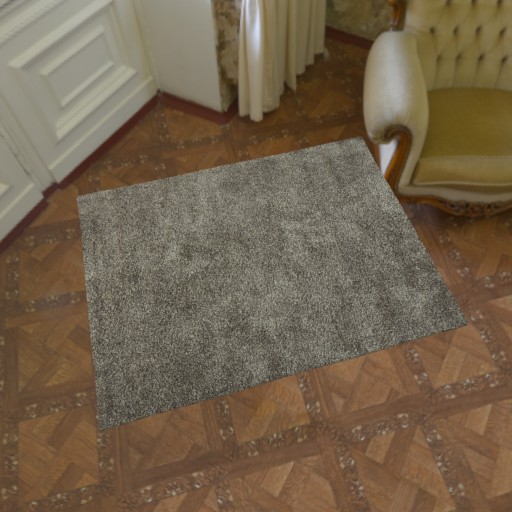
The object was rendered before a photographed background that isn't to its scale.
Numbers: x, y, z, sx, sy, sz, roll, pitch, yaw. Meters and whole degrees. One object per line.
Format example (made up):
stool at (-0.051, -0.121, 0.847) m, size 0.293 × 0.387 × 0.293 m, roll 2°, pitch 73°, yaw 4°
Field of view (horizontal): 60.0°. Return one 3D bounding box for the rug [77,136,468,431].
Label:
rug at (0.000, 0.000, 2.134) m, size 1.601 × 0.025 × 1.198 m, roll -14°, pitch 60°, yaw -8°
